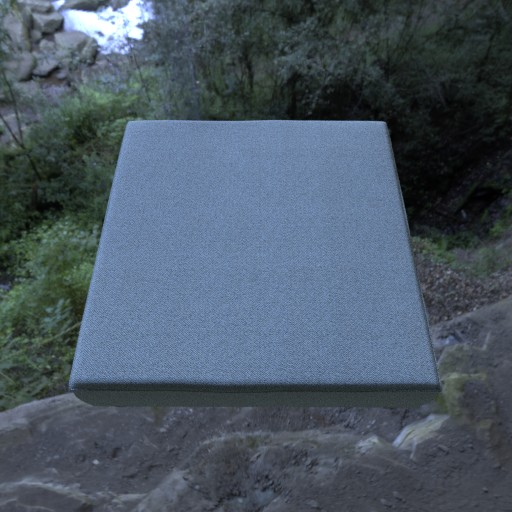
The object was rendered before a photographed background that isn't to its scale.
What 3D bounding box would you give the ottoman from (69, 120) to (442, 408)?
[{"bbox_3d":[0.000,0.000,1.520,0.968,0.379,1.004,0,59,0],"label":"ottoman"}]
